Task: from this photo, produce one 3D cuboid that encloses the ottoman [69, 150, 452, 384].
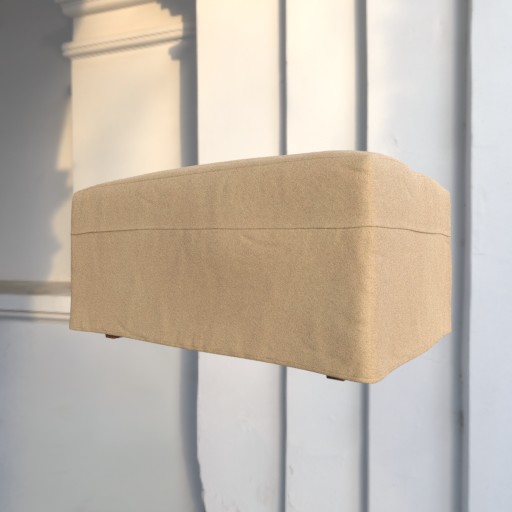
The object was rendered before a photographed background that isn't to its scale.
[{"bbox_3d":[0.000,0.000,1.177,0.872,0.444,0.590,1,1,35],"label":"ottoman"}]
